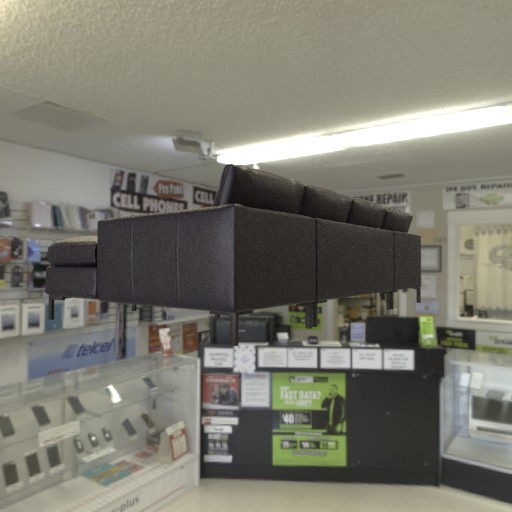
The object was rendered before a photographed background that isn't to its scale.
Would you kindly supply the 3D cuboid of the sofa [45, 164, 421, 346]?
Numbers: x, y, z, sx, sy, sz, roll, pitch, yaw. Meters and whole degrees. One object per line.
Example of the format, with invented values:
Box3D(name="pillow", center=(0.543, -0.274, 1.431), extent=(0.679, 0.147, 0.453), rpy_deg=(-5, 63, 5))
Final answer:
Box3D(name="sofa", center=(0.000, 0.000, 3.775), extent=(1.939, 0.900, 2.956), rpy_deg=(-1, -1, 37))
